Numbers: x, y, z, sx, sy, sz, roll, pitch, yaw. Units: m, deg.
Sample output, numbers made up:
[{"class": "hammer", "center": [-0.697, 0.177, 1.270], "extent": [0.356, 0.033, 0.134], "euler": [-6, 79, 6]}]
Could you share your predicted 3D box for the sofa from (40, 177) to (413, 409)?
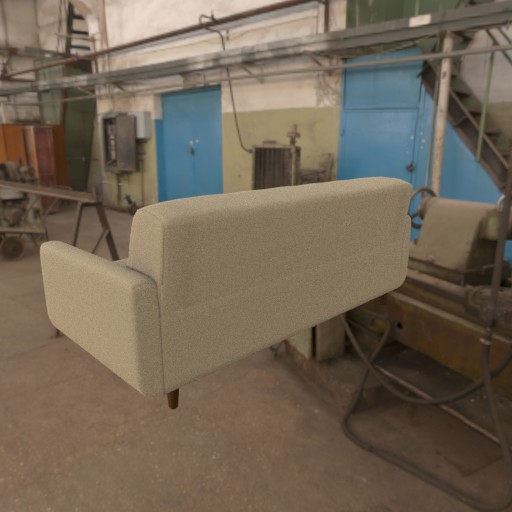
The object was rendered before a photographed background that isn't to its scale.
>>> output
[{"class": "sofa", "center": [0.000, 0.000, 2.660], "extent": [2.137, 0.892, 0.980], "euler": [-14, 21, -42]}]
